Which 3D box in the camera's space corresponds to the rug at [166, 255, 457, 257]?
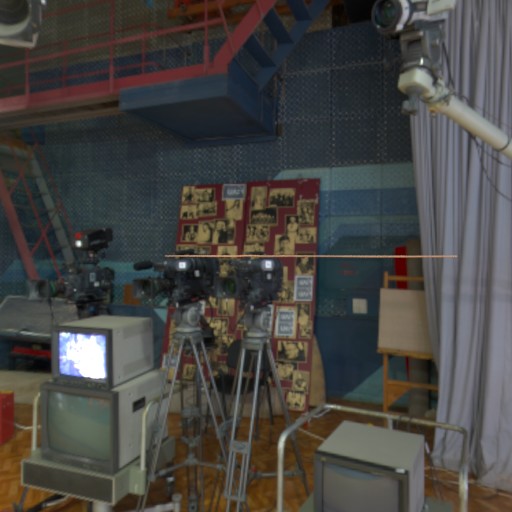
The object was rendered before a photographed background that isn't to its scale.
[{"bbox_3d":[0.000,0.000,2.711,0.799,0.010,2.444,0,0,-19],"label":"rug"}]
